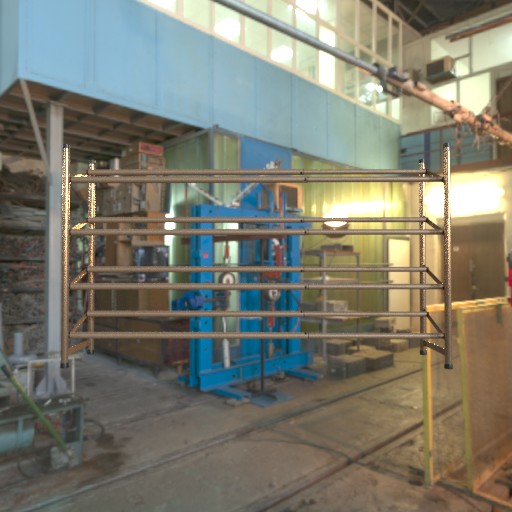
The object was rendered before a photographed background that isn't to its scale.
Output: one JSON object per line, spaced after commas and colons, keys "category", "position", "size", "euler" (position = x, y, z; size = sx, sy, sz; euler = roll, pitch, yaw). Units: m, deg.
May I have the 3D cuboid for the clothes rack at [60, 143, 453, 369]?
{"category": "clothes rack", "position": [0.000, 0.000, 1.430], "size": [1.168, 0.672, 0.229], "euler": [0, -1, 1]}
